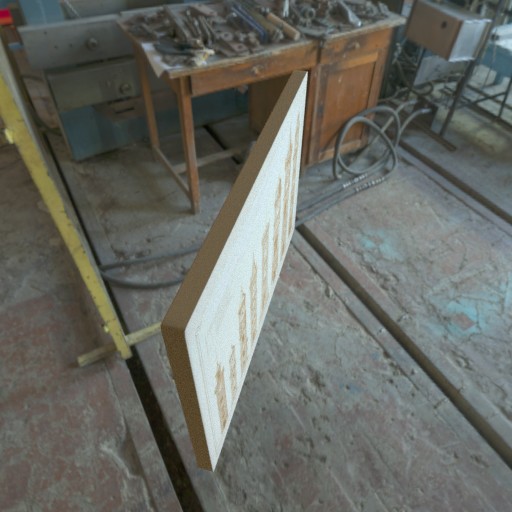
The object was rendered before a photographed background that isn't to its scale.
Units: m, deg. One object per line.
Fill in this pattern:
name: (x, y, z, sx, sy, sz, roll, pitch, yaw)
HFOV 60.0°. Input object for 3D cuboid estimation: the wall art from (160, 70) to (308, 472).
wall art: (0.000, 0.000, 0.488, 0.019, 0.254, 0.380, 12, 47, 11)
